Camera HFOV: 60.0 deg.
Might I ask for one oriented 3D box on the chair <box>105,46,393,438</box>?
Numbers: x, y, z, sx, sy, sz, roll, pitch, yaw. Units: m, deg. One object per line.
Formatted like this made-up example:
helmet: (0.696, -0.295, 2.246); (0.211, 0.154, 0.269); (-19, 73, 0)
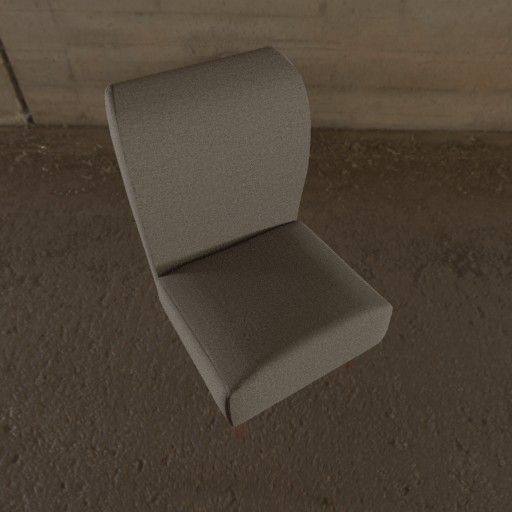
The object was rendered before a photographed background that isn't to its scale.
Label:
chair: (0.000, 0.000, 1.167); (0.513, 0.804, 0.592); (-25, 51, -22)
